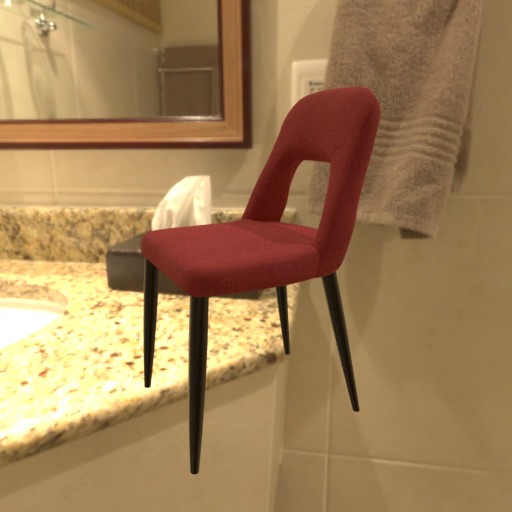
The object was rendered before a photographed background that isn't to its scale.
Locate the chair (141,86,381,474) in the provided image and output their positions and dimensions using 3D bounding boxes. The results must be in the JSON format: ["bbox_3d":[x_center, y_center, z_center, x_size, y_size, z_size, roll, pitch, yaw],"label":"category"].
[{"bbox_3d":[0.000,0.000,1.222,0.569,0.892,0.483,-8,17,-27],"label":"chair"}]
